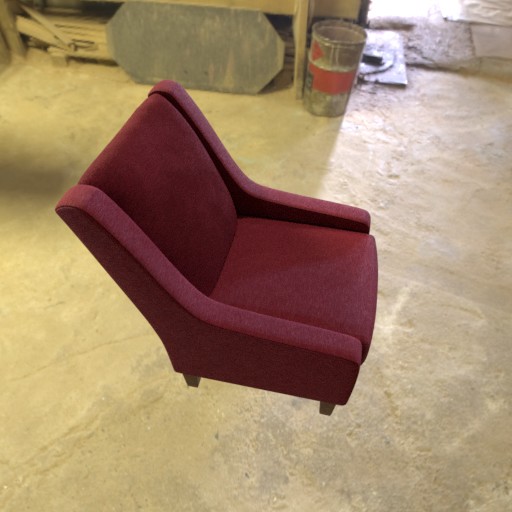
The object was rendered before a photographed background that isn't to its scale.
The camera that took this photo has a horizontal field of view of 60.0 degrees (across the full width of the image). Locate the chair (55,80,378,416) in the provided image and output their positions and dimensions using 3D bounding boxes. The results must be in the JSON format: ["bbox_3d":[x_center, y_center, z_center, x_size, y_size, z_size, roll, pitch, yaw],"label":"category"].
[{"bbox_3d":[0.000,0.000,1.758,0.985,1.017,0.793,9,47,9],"label":"chair"}]
